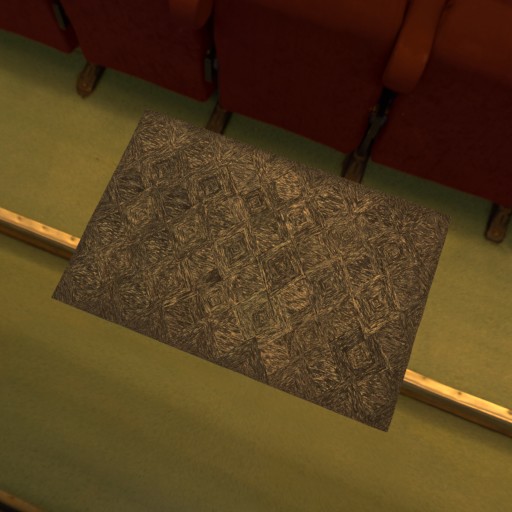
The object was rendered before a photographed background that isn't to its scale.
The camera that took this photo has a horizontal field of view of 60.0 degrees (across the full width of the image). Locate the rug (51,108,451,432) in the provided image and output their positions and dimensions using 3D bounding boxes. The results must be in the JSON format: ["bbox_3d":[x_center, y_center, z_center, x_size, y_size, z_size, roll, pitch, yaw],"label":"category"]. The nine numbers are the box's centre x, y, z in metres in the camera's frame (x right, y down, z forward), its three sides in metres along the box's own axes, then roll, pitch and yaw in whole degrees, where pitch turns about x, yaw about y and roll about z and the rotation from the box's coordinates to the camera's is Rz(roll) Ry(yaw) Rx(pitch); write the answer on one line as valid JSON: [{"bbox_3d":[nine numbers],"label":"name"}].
[{"bbox_3d":[0.000,0.000,2.259,1.754,0.010,1.139,21,77,5],"label":"rug"}]
